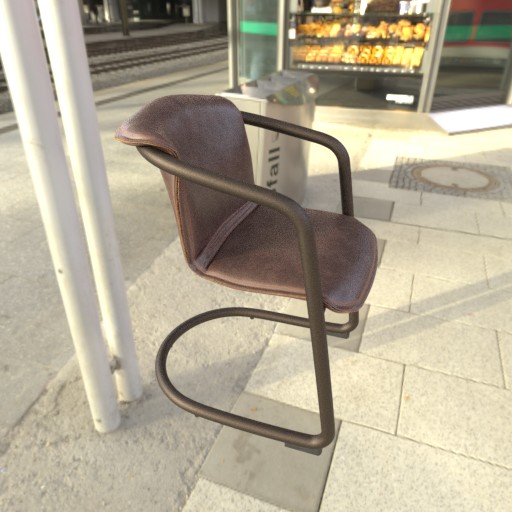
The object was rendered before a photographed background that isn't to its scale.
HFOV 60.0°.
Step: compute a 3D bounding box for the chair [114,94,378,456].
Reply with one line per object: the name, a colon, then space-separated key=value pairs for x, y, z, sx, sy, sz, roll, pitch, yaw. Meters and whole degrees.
chair: x=0.000 y=0.000 z=1.257 sx=0.664 sy=0.836 sz=0.536 roll=9 pitch=30 yaw=16
